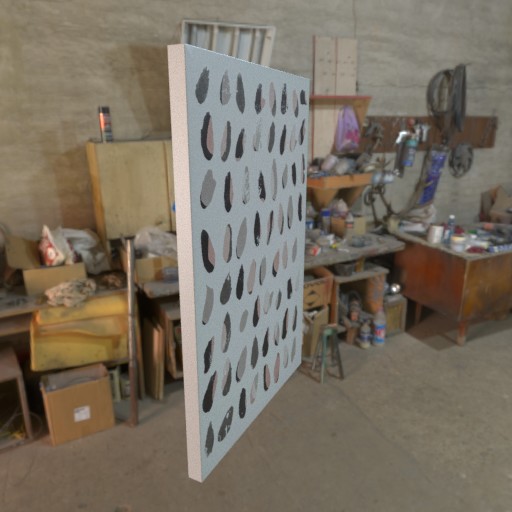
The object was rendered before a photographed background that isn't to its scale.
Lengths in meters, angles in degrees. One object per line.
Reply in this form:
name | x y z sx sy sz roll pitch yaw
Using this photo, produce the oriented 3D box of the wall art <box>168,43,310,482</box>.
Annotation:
wall art | 0.000 0.000 1.154 0.037 0.916 0.610 8 17 26
